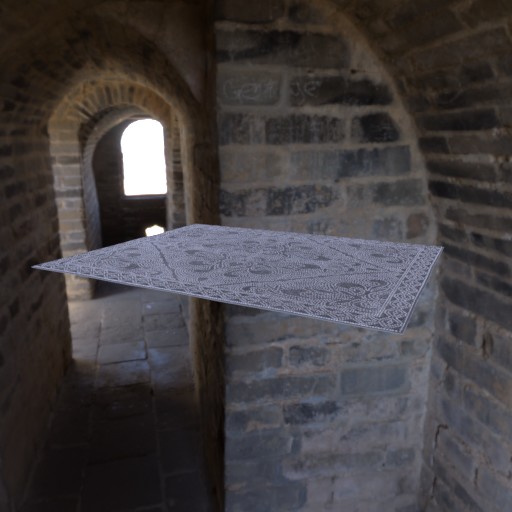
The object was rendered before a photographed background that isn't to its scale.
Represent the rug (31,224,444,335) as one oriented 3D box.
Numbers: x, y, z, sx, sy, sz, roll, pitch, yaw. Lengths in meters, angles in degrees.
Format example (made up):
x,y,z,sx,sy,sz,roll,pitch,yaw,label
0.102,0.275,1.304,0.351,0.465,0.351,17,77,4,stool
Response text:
x,y,z,sx,sy,sz,roll,pitch,yaw,label
0.000,0.000,4.111,3.048,0.012,2.438,7,16,27,rug
